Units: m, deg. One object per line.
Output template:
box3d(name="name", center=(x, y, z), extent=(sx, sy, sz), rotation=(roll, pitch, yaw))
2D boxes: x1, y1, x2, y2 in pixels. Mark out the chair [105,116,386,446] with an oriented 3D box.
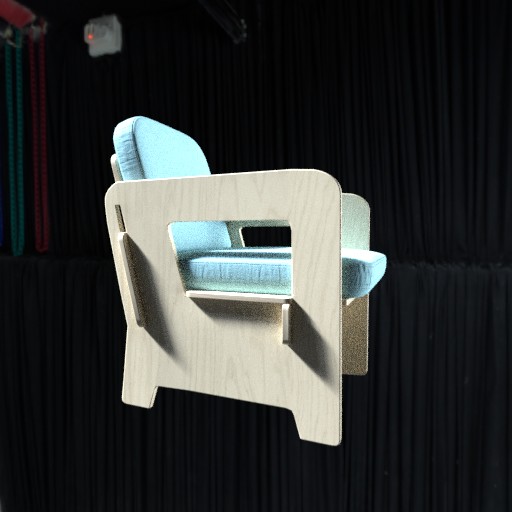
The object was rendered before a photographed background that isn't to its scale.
box3d(name="chair", center=(0.000, 0.000, 1.299), extent=(0.710, 0.800, 0.590), rotation=(1, 3, 20))
